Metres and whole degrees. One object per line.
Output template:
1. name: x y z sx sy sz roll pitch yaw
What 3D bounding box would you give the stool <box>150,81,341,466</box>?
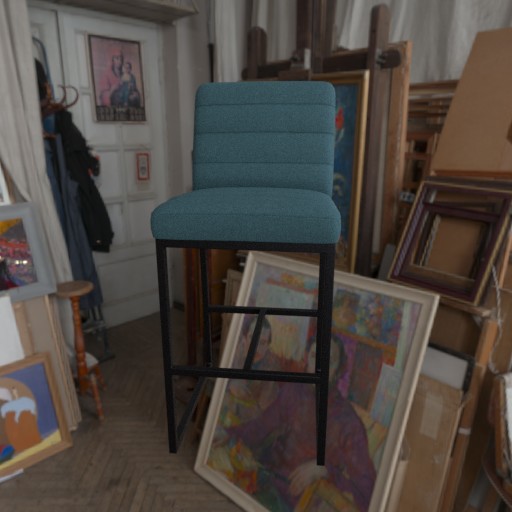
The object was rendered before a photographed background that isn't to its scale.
1. stool: 0.000 0.000 1.343 0.460 1.040 0.560 2 16 6
